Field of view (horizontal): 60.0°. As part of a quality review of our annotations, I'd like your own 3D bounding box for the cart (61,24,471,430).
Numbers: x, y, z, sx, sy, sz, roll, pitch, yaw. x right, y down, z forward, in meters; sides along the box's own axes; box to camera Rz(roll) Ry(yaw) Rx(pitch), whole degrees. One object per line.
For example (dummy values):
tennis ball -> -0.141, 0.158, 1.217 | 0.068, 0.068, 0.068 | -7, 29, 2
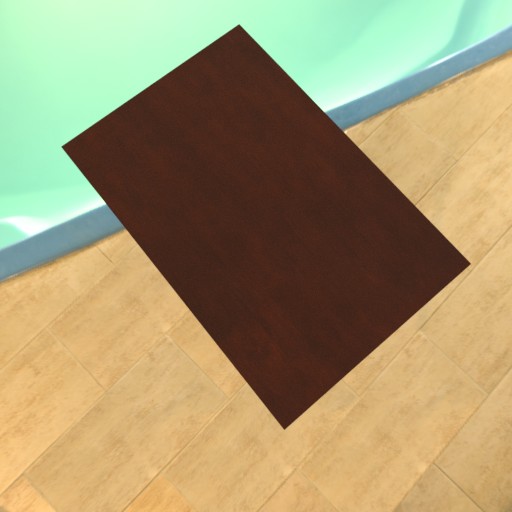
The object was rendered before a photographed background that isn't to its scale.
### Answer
cart -> 0.000, 0.000, 1.247 | 0.442, 0.864, 0.683 | -39, 79, -9
